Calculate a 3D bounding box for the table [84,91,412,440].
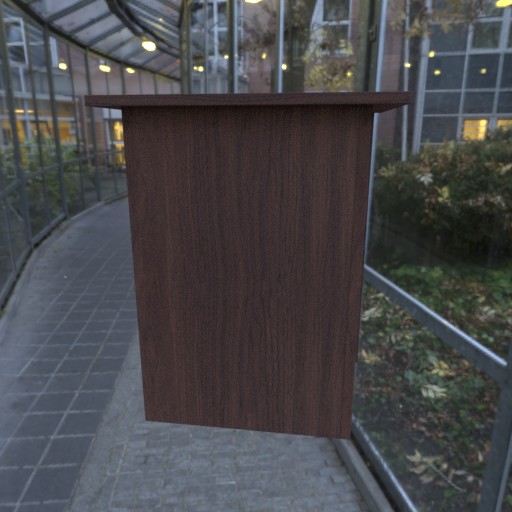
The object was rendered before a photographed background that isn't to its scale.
[{"bbox_3d":[0.000,0.000,1.075,0.589,0.711,0.406,2,16,8],"label":"table"}]
